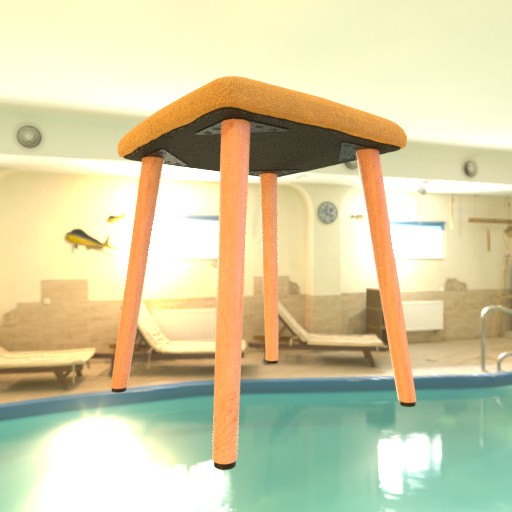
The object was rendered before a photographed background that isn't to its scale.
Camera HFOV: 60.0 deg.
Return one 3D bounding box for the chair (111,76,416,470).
[{"bbox_3d":[0.000,0.000,0.692,0.350,0.440,0.350,0,0,-37],"label":"chair"}]
